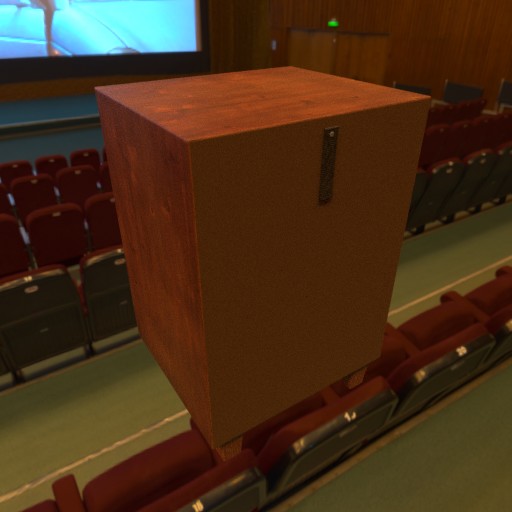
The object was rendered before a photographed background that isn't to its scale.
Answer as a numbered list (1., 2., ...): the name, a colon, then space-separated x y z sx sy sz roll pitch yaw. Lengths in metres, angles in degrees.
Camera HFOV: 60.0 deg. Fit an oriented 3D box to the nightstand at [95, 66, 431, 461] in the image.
1. nightstand: 0.000 0.000 0.981 0.465 0.695 0.410 -19 36 -28
